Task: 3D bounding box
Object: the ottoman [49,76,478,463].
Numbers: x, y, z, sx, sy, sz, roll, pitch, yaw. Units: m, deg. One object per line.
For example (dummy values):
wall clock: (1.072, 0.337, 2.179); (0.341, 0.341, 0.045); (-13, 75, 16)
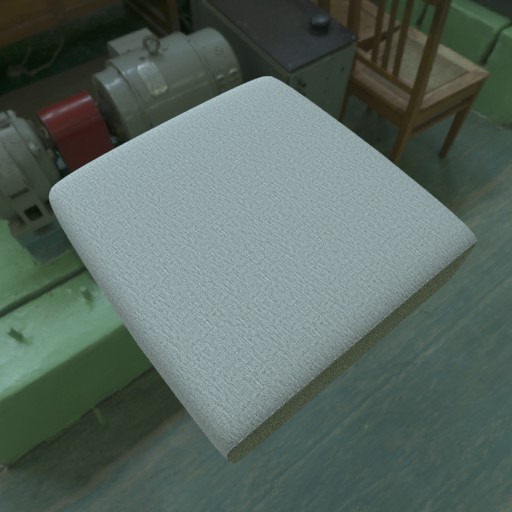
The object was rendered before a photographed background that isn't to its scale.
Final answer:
ottoman: (0.000, 0.000, 1.024); (0.649, 0.398, 0.650); (-34, 64, -19)
